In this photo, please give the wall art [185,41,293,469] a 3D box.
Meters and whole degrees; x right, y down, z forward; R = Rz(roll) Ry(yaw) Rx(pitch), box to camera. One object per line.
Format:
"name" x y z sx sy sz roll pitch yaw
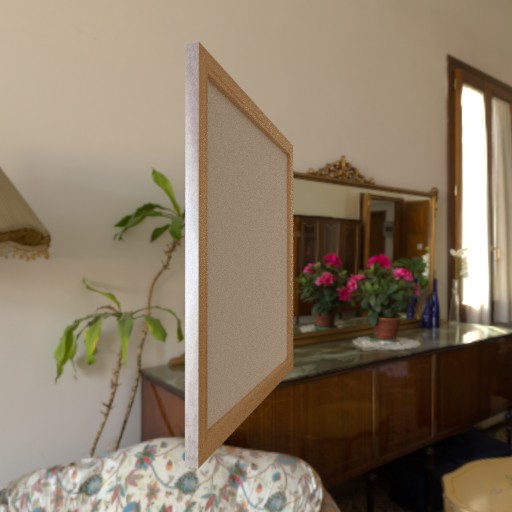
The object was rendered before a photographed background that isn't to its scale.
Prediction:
"wall art" 0.000 0.000 1.156 0.027 0.762 0.762 0 -1 18
